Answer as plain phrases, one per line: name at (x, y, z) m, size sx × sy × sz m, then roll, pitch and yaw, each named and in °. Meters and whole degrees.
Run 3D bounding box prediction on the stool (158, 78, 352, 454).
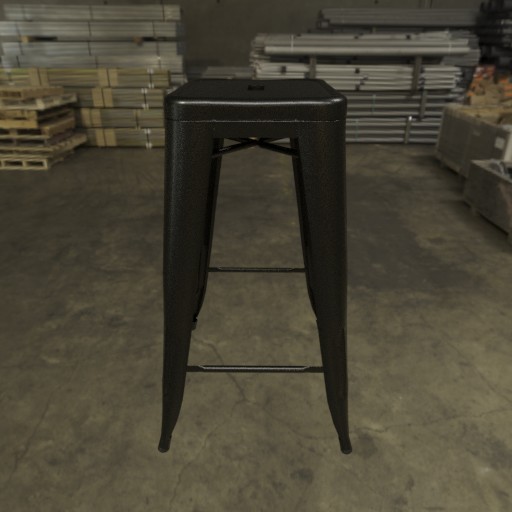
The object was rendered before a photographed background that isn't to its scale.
stool at (0.000, 0.000, 0.846) m, size 0.359 × 0.609 × 0.399 m, roll 0°, pitch 27°, yaw 0°
